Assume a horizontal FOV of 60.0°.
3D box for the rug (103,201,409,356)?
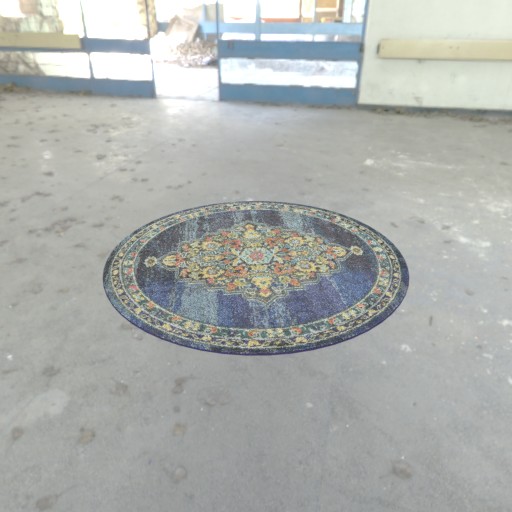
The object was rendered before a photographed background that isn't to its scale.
[{"bbox_3d":[0.000,0.000,3.603,2.386,0.014,2.386,0,29,0],"label":"rug"}]
